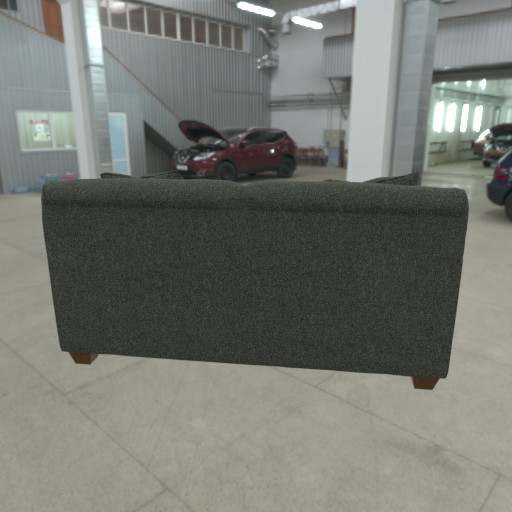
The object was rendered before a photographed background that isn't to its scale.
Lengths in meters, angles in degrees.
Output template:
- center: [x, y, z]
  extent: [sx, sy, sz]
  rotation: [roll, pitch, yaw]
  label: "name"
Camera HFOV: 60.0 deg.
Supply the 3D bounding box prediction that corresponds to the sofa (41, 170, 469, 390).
- center: [0.000, 0.000, 2.418]
  extent: [1.846, 0.958, 0.998]
  rotation: [2, 16, 8]
  label: "sofa"
